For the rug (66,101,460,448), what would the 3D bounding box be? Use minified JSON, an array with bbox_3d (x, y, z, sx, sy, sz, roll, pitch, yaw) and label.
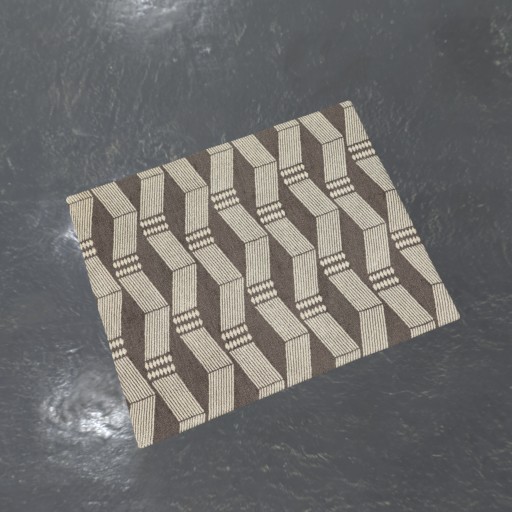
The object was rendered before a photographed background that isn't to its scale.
[{"bbox_3d":[0.000,0.000,4.174,3.048,0.016,2.438,-20,76,-5],"label":"rug"}]
